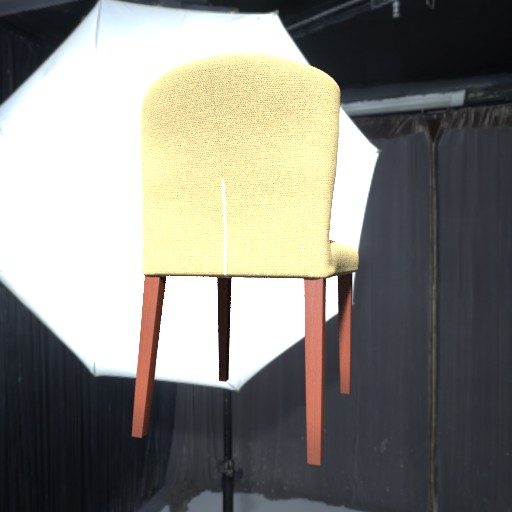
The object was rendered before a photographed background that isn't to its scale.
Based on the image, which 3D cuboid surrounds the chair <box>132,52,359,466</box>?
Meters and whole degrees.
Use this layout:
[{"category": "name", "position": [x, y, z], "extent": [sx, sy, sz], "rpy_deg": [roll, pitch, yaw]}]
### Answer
[{"category": "chair", "position": [0.000, 0.000, 1.188], "extent": [0.491, 0.839, 0.589], "rpy_deg": [0, 0, 19]}]
